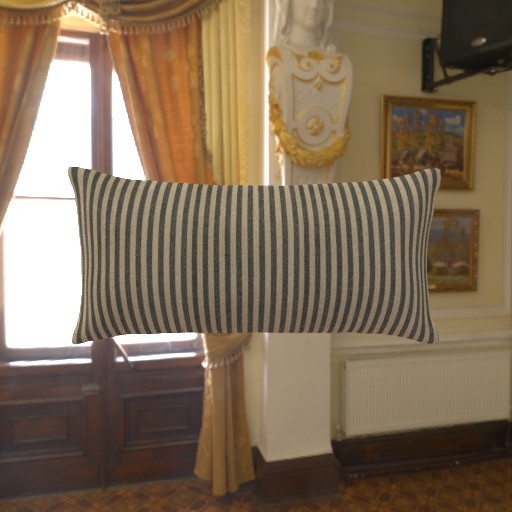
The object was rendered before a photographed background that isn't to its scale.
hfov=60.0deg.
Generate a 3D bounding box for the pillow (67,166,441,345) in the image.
[{"bbox_3d":[0.000,0.000,0.737,0.617,0.295,0.151,0,1,-1],"label":"pillow"}]
